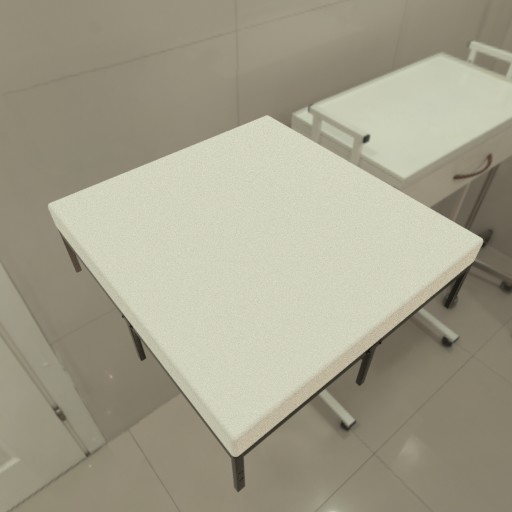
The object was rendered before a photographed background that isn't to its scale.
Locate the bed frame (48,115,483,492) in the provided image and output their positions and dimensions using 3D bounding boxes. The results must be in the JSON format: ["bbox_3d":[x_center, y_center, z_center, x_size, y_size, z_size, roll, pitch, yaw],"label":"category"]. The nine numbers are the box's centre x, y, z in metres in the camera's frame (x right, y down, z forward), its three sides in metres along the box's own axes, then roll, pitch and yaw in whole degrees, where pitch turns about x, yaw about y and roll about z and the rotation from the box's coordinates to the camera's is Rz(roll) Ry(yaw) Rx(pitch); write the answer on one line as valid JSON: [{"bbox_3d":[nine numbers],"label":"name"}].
[{"bbox_3d":[0.000,0.000,3.079,1.963,0.659,2.079,-30,52,-27],"label":"bed frame"}]
